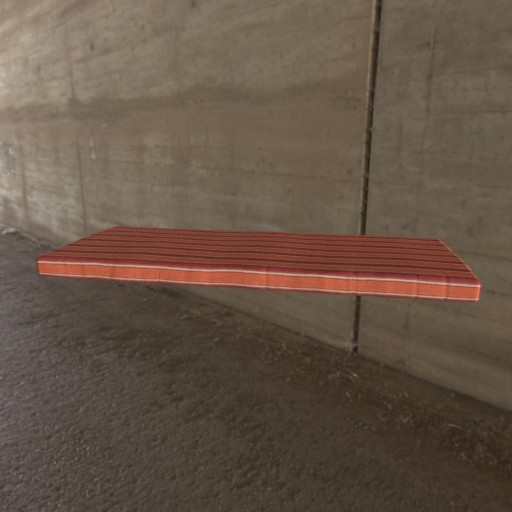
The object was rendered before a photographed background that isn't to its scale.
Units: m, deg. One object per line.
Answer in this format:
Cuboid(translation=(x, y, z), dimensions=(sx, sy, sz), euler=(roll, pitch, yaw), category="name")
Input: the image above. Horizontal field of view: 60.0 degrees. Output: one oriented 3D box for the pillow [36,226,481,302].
Cuboid(translation=(0.000, 0.000, 1.345), dimensions=(1.187, 0.081, 0.492), euler=(3, 15, 10), category="pillow")
